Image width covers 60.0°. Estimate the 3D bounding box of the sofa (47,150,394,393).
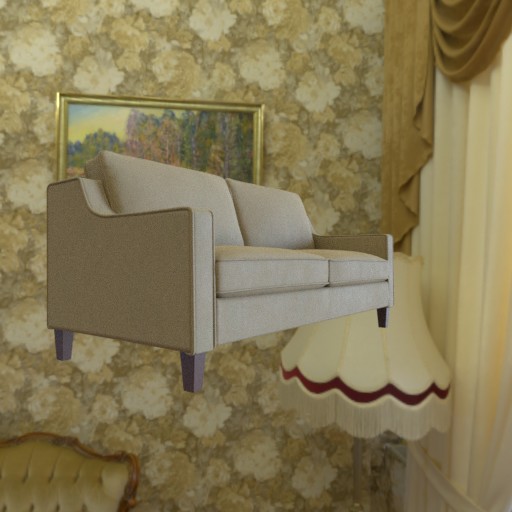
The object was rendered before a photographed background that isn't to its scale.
[{"bbox_3d":[0.000,0.000,2.818,1.066,1.071,2.178,0,-1,36],"label":"sofa"}]
